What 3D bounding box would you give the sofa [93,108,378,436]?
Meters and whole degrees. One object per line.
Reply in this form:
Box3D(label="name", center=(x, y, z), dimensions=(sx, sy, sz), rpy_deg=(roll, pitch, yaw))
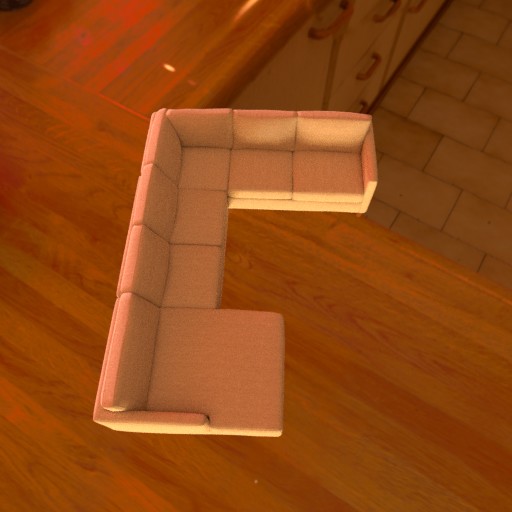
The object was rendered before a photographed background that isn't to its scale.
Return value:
Box3D(label="sofa", center=(0.000, 0.000, 4.608), dimensions=(2.594, 0.961, 3.460), rpy_deg=(2, 63, 1))
